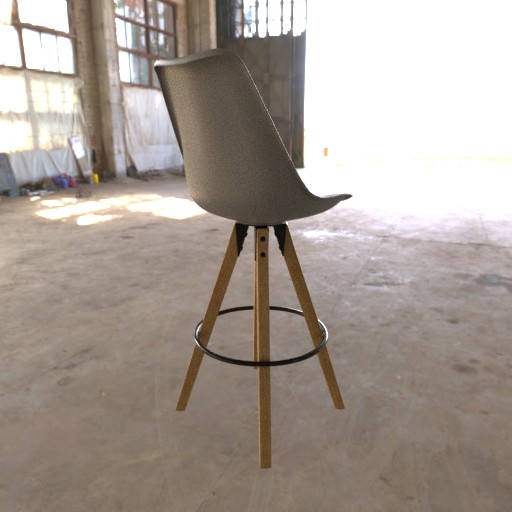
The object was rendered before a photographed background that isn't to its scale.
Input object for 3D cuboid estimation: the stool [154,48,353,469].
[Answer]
[{"bbox_3d":[0.000,0.000,1.398,0.485,1.115,0.550,14,21,41],"label":"stool"}]
